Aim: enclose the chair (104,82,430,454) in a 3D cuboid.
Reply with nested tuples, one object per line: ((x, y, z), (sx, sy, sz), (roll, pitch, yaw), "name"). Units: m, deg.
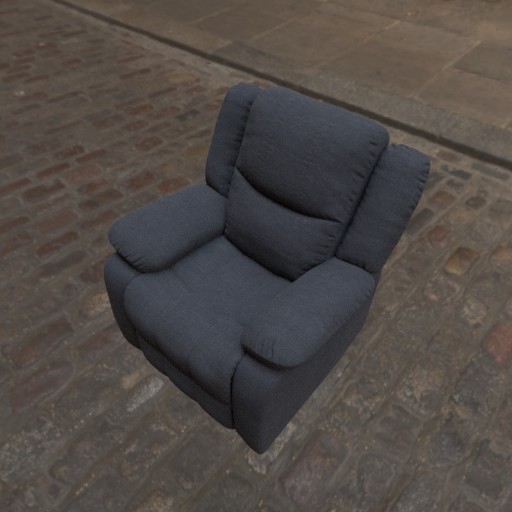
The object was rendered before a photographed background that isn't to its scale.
((0.000, 0.000, 1.714), (0.899, 1.008, 0.944), (31, 54, 26), "chair")
